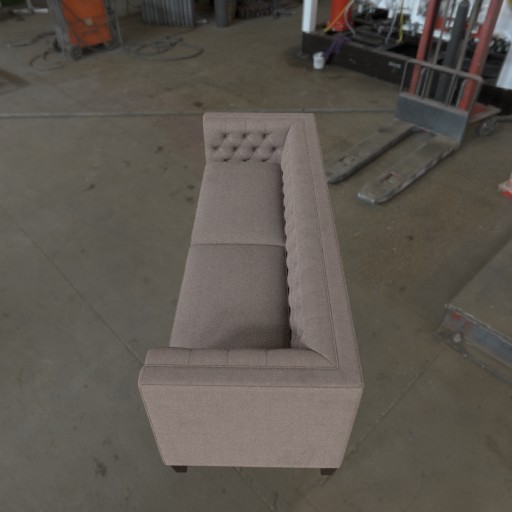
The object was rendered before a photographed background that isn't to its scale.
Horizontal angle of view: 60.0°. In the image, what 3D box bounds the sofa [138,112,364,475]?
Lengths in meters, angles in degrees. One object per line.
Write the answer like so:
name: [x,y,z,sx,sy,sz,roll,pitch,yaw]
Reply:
sofa: [0.000,0.000,2.538,0.775,0.762,2.159,1,42,1]
